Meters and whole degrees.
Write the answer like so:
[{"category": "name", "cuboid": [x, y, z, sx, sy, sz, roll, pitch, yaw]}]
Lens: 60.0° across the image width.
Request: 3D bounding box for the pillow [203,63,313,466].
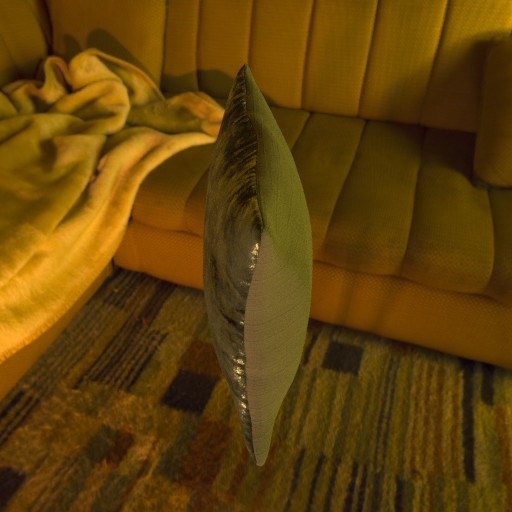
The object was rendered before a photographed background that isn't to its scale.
[{"category": "pillow", "cuboid": [0.000, 0.000, 0.719, 0.175, 0.464, 0.470, -1, 40, -1]}]
